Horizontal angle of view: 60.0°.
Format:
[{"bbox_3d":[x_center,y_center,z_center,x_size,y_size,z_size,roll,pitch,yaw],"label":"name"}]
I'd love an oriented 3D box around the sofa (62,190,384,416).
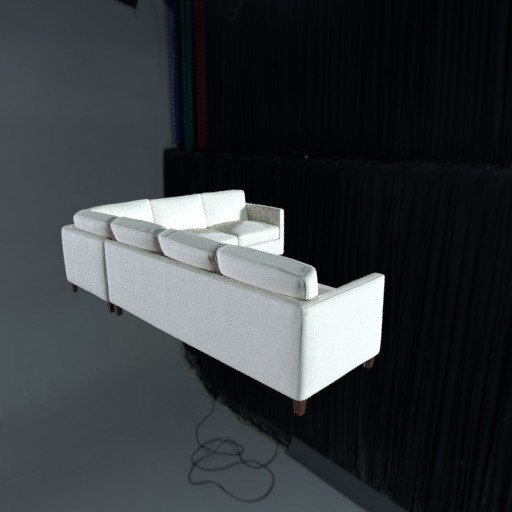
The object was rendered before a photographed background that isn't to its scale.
[{"bbox_3d":[0.000,0.000,4.498,3.302,0.947,2.593,14,21,43],"label":"sofa"}]
